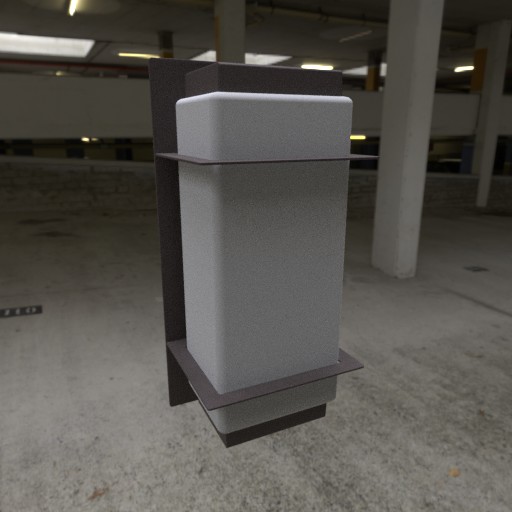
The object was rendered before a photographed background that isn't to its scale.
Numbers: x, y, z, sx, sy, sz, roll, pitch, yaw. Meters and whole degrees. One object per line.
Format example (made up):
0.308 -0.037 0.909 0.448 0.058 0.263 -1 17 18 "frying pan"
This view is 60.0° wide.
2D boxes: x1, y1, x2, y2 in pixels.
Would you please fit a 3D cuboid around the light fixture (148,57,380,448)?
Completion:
0.000 0.000 0.414 0.153 0.347 0.146 -8 18 -25 "light fixture"
